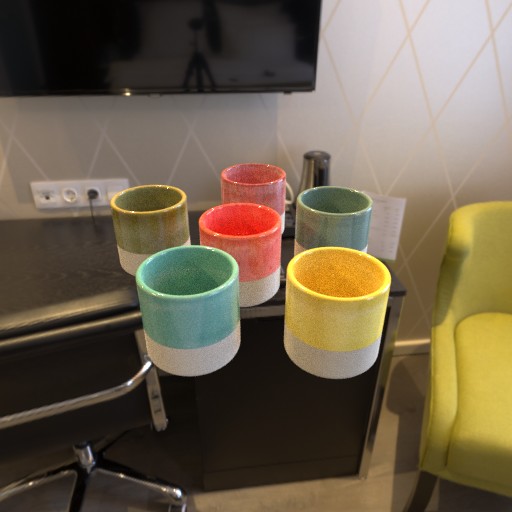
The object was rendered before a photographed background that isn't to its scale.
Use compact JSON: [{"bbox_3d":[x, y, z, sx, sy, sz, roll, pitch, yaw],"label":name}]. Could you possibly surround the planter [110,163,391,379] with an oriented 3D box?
[{"bbox_3d":[0.000,0.000,0.418,0.257,0.075,0.286,-21,36,-32],"label":"planter"}]
